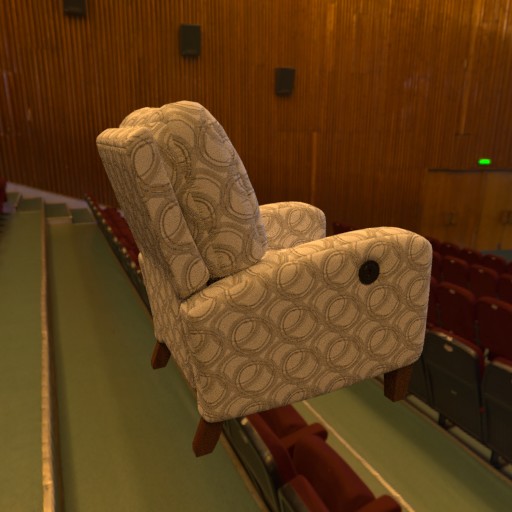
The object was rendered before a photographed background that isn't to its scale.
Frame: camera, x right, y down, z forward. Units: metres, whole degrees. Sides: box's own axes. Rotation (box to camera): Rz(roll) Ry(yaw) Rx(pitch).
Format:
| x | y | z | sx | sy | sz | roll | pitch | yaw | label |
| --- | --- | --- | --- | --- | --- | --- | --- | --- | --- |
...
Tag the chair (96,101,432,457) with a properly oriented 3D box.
| x | y | z | sx | sy | sz | roll | pitch | yaw | label |
| --- | --- | --- | --- | --- | --- | --- | --- | --- | --- |
| 0.000 | 0.000 | 1.664 | 0.995 | 1.065 | 0.796 | -7 | 17 | -24 | chair |
